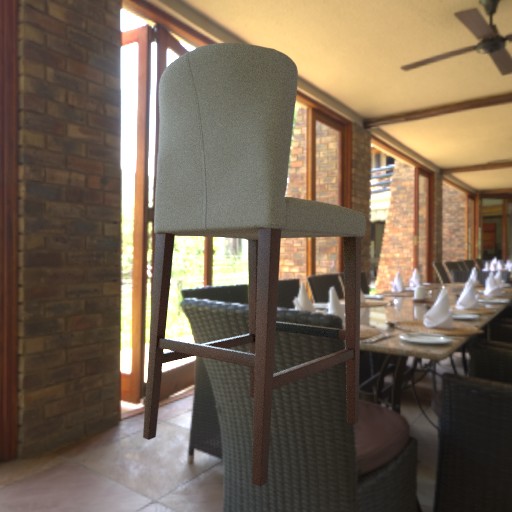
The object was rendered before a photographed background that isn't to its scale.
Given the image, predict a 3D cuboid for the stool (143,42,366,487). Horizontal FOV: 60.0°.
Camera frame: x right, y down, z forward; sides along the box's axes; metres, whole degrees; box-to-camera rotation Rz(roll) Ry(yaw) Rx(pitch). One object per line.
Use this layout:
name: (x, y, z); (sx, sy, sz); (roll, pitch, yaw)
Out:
stool: (0.000, 0.000, 1.362); (0.479, 1.069, 0.568); (0, 0, 39)
